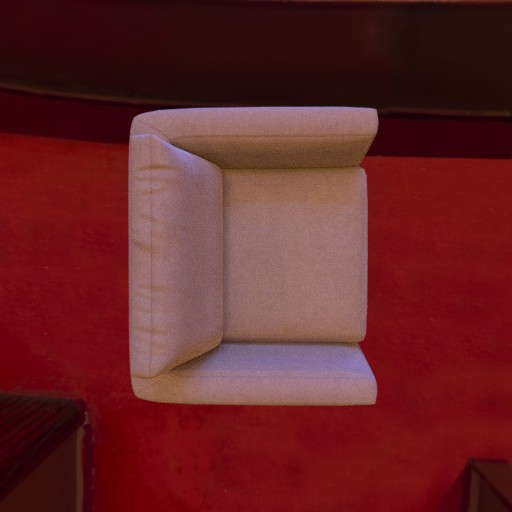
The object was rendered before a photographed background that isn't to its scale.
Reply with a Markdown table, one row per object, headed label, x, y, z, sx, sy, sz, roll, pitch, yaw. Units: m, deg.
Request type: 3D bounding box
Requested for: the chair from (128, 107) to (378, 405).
| label | x | y | z | sx | sy | sz | roll | pitch | yaw |
| --- | --- | --- | --- | --- | --- | --- | --- | --- | --- |
| chair | 0.000 | 0.000 | 1.731 | 0.889 | 0.864 | 1.041 | 0 | 91 | 1 |
